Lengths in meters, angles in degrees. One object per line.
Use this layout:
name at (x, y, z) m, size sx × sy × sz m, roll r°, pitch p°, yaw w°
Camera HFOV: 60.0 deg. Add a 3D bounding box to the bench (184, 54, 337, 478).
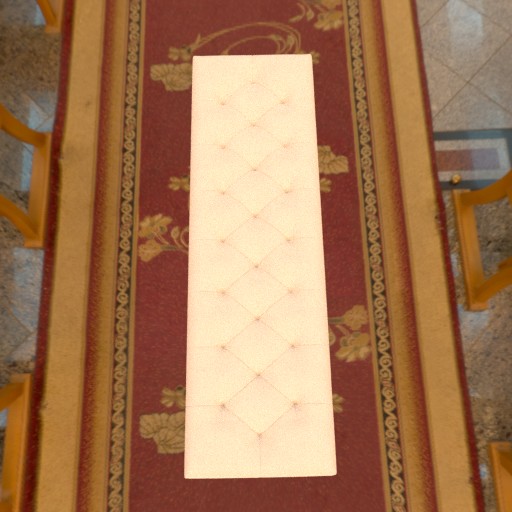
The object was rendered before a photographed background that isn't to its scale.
bench at (0.000, 0.000, 1.708) m, size 0.457 × 0.484 × 1.473 m, roll -1°, pitch 75°, yaw 0°
